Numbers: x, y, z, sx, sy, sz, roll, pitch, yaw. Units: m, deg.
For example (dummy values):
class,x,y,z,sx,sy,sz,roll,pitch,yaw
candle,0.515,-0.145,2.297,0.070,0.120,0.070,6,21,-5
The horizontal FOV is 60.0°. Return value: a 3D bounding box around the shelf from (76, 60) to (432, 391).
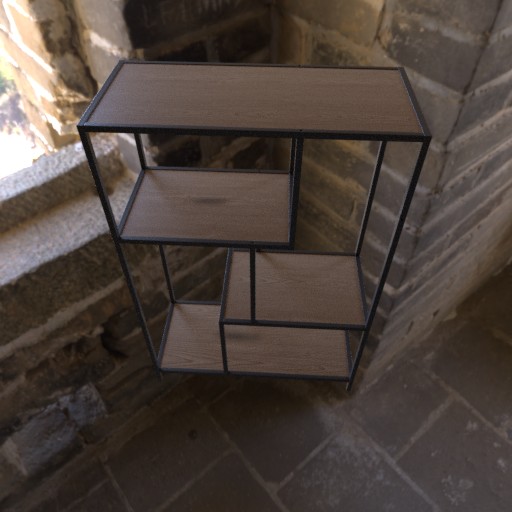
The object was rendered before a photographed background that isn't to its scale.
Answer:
class,x,y,z,sx,sy,sz,roll,pitch,yaw
shelf,0.000,0.000,1.487,0.770,1.138,0.350,2,46,2
